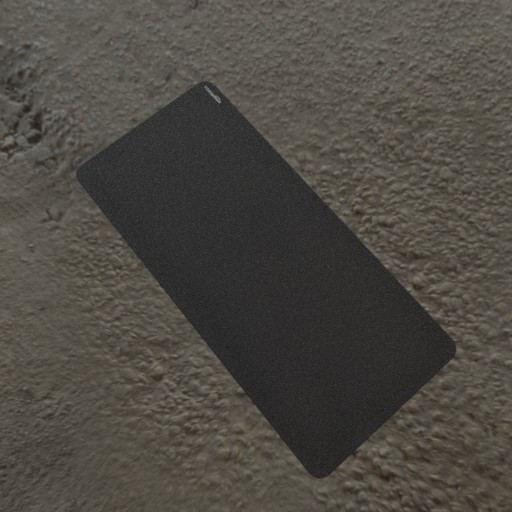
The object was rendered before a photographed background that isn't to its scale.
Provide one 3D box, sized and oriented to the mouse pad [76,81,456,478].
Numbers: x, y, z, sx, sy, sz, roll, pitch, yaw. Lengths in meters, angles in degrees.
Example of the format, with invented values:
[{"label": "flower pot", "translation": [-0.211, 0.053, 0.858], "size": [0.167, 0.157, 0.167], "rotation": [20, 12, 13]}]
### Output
[{"label": "mouse pad", "translation": [0.000, 0.000, 1.030], "size": [0.424, 0.003, 0.907], "rotation": [-39, 78, -10]}]
